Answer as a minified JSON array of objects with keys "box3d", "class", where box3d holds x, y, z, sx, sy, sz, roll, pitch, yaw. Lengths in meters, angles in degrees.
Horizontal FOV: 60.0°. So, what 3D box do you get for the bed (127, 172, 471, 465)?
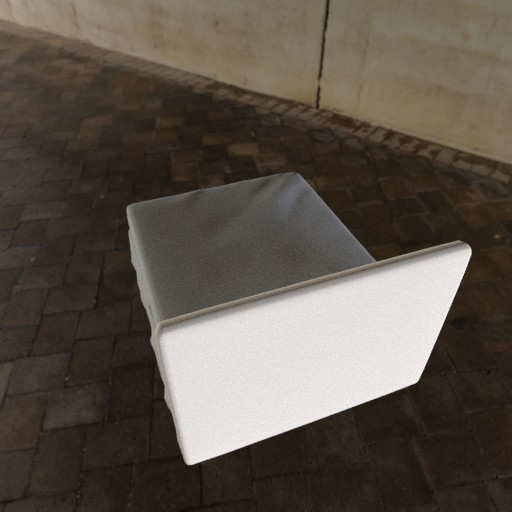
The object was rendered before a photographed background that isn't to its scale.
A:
[{"box3d":[0.000,0.000,3.274,1.748,1.330,2.142,-14,43,-15],"class":"bed"}]
